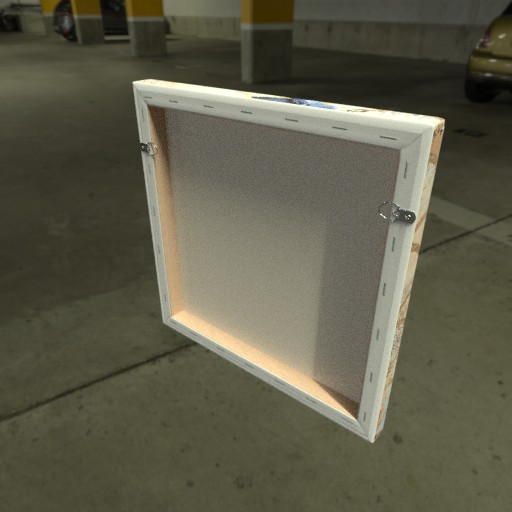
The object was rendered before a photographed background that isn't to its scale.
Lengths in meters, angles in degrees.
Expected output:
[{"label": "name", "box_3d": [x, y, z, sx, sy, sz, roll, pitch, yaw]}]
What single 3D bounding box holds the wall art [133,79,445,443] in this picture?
[{"label": "wall art", "box_3d": [0.000, 0.000, 0.738, 0.507, 0.508, 0.038, 21, 35, 33]}]
